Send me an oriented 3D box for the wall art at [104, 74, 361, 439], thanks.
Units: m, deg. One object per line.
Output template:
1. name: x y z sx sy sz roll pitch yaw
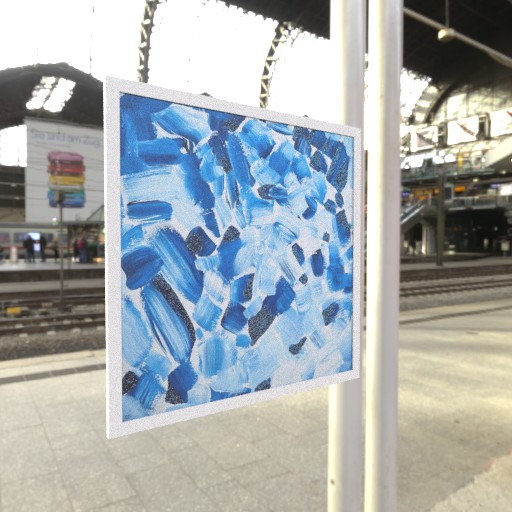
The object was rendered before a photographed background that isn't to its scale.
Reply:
1. wall art: 0.000 0.000 1.221 0.812 0.812 0.015 -1 2 -34
